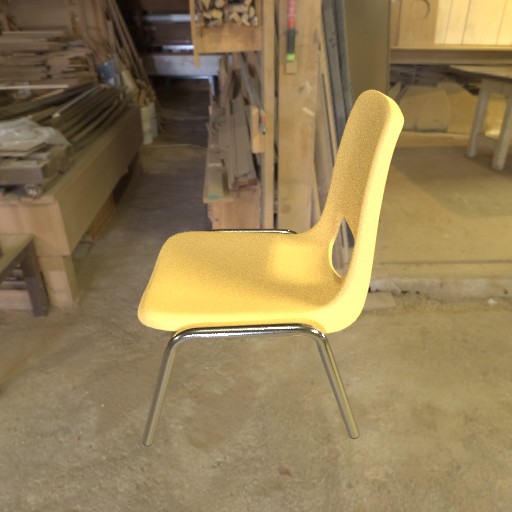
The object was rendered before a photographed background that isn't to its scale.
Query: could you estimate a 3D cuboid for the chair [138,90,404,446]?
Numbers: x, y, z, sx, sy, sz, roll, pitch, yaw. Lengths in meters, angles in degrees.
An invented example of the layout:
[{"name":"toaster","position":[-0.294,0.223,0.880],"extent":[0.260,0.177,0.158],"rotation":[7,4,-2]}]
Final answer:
[{"name":"chair","position":[0.000,0.000,0.769],"extent":[0.385,0.536,0.354],"rotation":[0,28,0]}]
